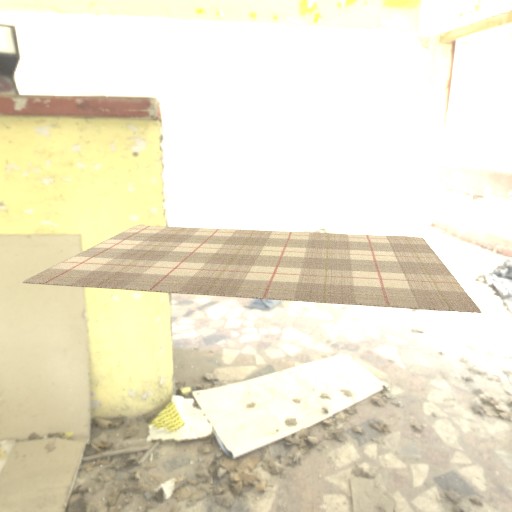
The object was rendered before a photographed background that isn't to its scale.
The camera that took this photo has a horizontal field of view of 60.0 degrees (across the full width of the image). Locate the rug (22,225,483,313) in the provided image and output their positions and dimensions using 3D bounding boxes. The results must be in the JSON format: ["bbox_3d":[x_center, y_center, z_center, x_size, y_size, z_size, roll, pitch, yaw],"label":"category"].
[{"bbox_3d":[0.000,0.000,3.048,2.464,0.010,1.549,3,16,9],"label":"rug"}]
